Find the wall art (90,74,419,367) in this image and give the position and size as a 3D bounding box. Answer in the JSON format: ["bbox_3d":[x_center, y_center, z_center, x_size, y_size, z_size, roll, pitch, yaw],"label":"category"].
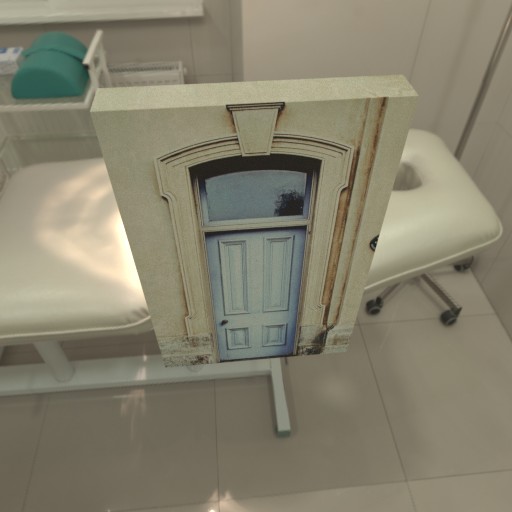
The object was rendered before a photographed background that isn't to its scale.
[{"bbox_3d":[0.000,0.000,0.492,0.254,0.381,0.038,-4,47,-4],"label":"wall art"}]
